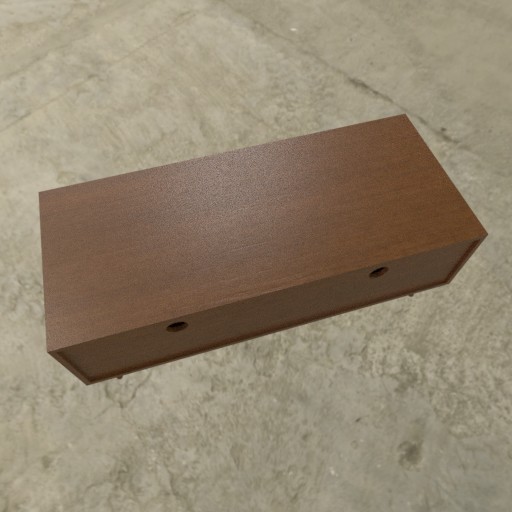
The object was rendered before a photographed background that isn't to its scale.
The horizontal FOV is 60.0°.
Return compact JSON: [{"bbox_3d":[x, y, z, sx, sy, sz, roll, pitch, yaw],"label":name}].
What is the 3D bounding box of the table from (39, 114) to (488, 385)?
[{"bbox_3d":[0.000,0.000,1.393,1.119,0.464,0.490,-14,60,-9],"label":"table"}]
